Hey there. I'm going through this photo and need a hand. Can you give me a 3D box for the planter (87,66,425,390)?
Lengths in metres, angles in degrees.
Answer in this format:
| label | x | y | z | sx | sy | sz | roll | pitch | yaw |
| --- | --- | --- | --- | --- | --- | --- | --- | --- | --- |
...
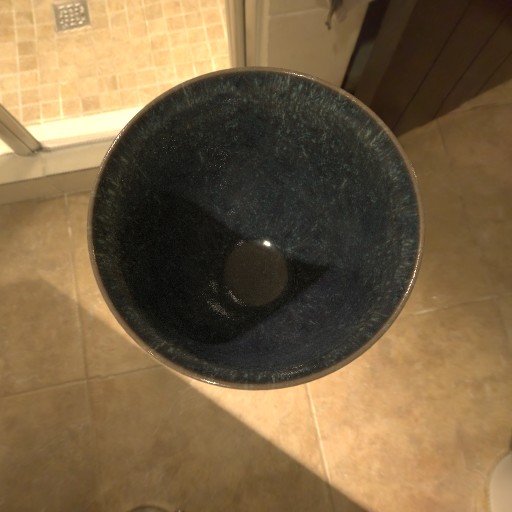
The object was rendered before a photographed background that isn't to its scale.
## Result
| label | x | y | z | sx | sy | sz | roll | pitch | yaw |
| --- | --- | --- | --- | --- | --- | --- | --- | --- | --- |
| planter | 0.000 | 0.000 | 0.359 | 0.195 | 0.214 | 0.195 | 0 | 77 | 0 |
